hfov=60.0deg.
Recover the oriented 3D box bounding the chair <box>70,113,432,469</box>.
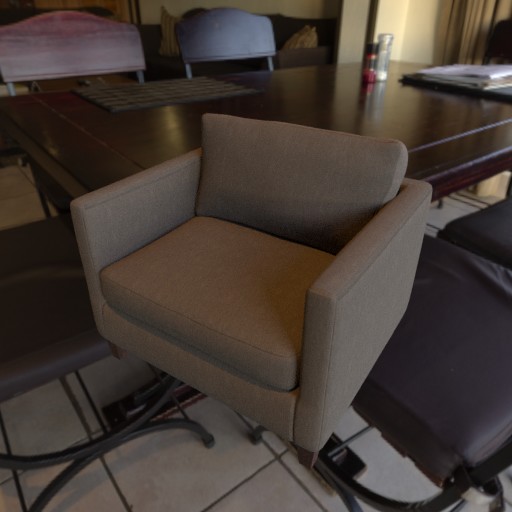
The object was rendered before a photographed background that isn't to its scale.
[{"bbox_3d":[0.000,0.000,1.818,1.107,0.963,0.959,19,36,28],"label":"chair"}]
